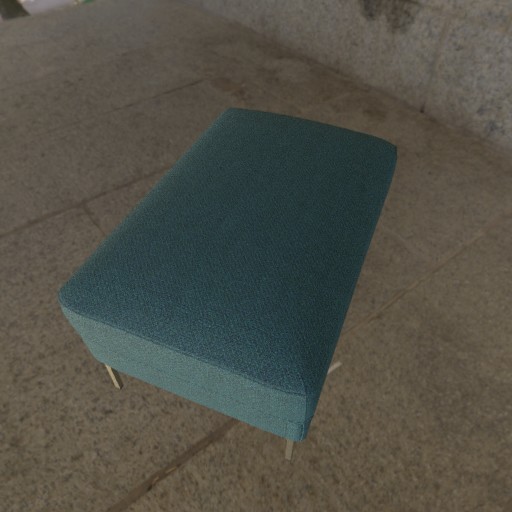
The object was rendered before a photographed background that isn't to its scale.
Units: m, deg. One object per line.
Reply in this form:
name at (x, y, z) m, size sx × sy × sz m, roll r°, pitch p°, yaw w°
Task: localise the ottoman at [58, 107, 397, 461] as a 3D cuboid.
ottoman at (0.000, 0.000, 1.201) m, size 0.563 × 0.498 × 0.856 m, roll 17°, pitch 49°, yaw 15°
